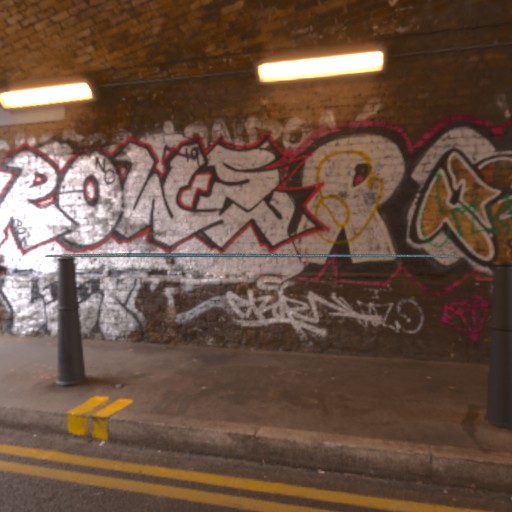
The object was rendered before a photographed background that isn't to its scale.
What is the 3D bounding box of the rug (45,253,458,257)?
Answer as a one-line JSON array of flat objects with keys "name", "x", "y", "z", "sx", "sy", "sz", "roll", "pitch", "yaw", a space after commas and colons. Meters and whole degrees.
[{"name": "rug", "x": 0.000, "y": 0.000, "z": 2.355, "sx": 1.833, "sy": 0.012, "sz": 1.211, "roll": 0, "pitch": 0, "yaw": -36}]
